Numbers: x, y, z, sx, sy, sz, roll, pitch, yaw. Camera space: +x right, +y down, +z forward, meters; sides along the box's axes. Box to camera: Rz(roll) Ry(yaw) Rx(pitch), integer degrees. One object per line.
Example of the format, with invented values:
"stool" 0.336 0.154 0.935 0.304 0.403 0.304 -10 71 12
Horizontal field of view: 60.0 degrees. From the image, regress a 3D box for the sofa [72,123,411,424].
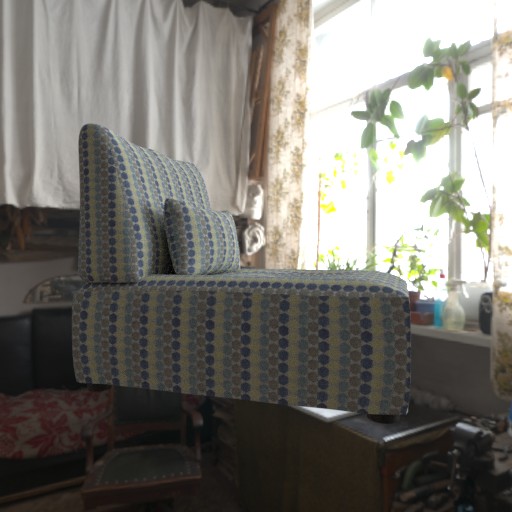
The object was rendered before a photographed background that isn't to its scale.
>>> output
"sofa" 0.000 0.000 1.531 1.000 0.820 0.700 0 1 18
